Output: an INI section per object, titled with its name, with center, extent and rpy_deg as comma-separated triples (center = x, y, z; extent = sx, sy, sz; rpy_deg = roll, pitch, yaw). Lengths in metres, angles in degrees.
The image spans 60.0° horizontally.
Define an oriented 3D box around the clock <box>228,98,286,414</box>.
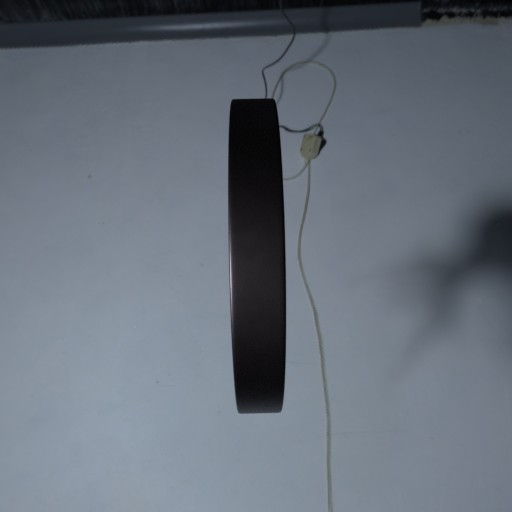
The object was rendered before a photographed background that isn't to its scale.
[clock]
center = 0.000, 0.000, 0.469
extent = 0.040, 0.314, 0.314
rpy_deg = -1, 74, 0
